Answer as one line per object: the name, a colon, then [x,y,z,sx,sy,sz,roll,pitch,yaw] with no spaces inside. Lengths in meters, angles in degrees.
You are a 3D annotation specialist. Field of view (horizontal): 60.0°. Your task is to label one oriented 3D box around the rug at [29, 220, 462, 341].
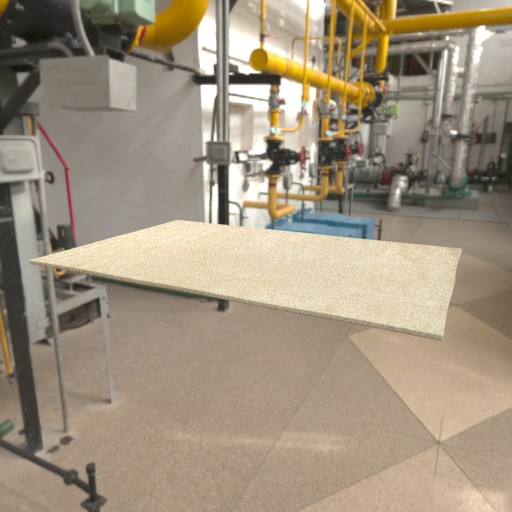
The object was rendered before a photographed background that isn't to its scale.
rug: [0.000,0.000,2.841,2.346,0.025,1.500,8,17,26]
